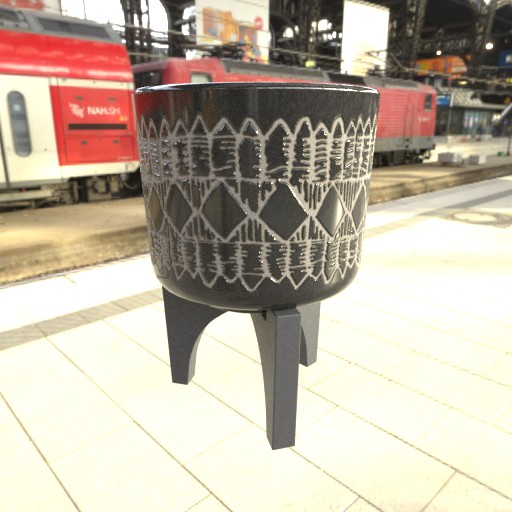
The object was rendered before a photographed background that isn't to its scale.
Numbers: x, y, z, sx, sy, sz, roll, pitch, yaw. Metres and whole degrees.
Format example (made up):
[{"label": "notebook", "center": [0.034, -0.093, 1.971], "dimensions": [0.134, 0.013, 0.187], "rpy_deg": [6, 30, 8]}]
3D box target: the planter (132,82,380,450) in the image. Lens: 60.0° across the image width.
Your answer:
[{"label": "planter", "center": [0.000, 0.000, 0.511], "dimensions": [0.251, 0.355, 0.251], "rpy_deg": [16, 23, 42]}]
